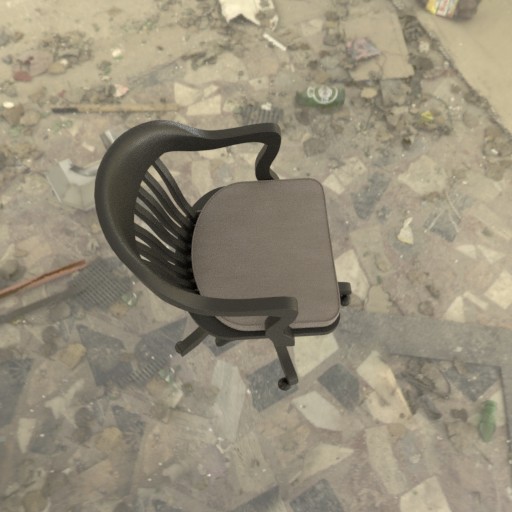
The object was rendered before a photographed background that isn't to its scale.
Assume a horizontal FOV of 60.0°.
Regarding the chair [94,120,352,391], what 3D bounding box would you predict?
[{"bbox_3d":[0.000,0.000,1.481,0.788,0.878,0.750,-3,64,-1],"label":"chair"}]
